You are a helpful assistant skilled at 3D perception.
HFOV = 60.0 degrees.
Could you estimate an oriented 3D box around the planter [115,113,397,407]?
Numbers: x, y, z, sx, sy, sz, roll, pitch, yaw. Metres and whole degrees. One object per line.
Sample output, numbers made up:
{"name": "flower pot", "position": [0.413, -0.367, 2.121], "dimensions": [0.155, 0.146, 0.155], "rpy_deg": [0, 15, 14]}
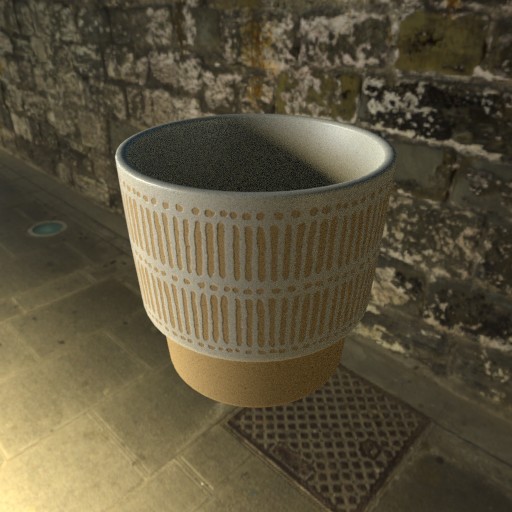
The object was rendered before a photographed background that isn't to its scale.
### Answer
{"name": "planter", "position": [0.000, 0.000, 0.591], "dimensions": [0.317, 0.303, 0.317], "rpy_deg": [0, 30, 0]}
